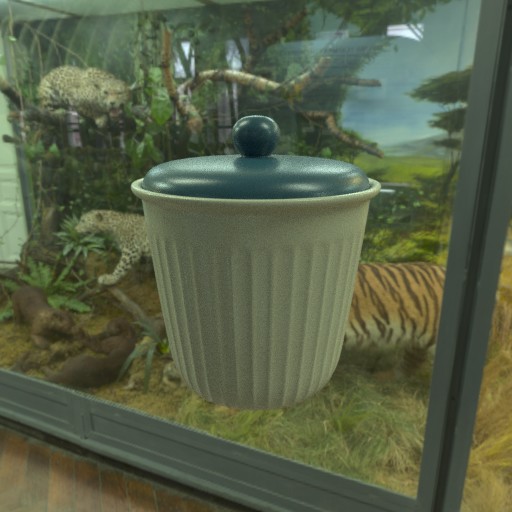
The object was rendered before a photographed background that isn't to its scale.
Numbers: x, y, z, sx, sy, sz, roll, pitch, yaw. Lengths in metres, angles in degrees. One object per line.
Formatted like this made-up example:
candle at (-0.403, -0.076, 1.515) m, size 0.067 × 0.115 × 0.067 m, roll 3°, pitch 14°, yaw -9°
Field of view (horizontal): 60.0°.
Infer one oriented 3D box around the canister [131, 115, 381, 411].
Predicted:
canister at (0.000, 0.000, 0.348) m, size 0.181 × 0.211 × 0.181 m, roll 0°, pitch 17°, yaw 0°
